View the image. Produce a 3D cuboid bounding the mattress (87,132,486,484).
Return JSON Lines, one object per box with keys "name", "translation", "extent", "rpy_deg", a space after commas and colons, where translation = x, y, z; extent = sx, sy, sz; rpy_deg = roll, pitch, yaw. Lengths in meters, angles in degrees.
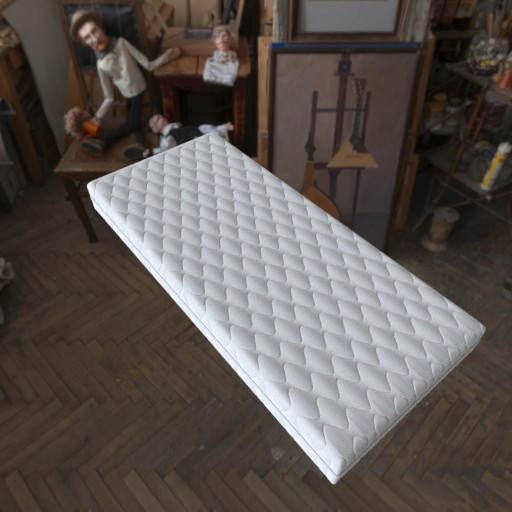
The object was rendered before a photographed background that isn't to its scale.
{"name": "mattress", "translation": [0.000, 0.000, 2.259], "extent": [0.900, 0.200, 2.000], "rpy_deg": [-30, 54, -26]}
